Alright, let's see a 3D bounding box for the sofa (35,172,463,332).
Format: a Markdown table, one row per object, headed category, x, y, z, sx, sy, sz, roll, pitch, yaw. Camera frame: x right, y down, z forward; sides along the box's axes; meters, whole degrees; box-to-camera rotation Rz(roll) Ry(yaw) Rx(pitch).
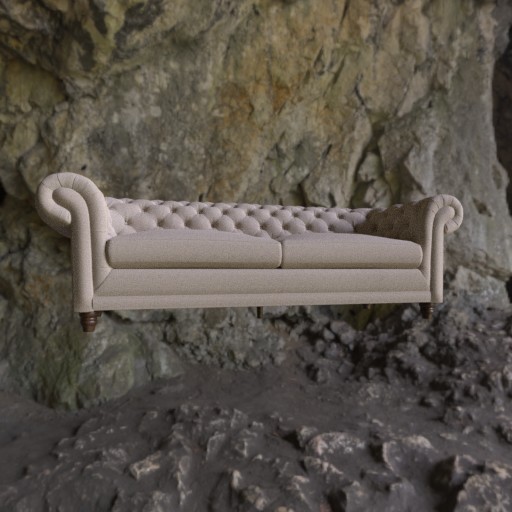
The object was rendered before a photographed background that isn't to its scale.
| category | x | y | z | sx | sy | sz | roll | pitch | yaw |
| --- | --- | --- | --- | --- | --- | --- | --- | --- | --- |
| sofa | 0.000 | 0.000 | 3.077 | 2.694 | 0.847 | 1.076 | 1 | -2 | -17 |
